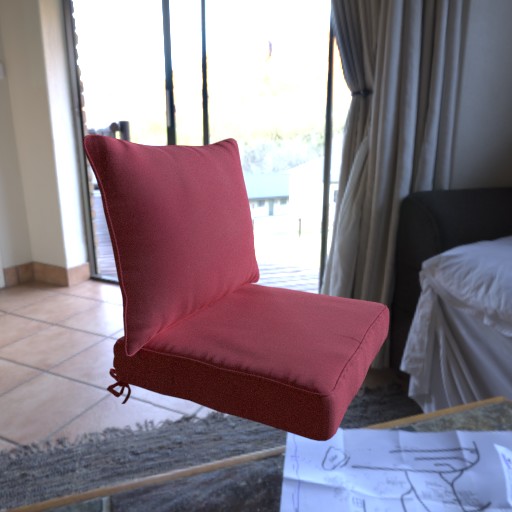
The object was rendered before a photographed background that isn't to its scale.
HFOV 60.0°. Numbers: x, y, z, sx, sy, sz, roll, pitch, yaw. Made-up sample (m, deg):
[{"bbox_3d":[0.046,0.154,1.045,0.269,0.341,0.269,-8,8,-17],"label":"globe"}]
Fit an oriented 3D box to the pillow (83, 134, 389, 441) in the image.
[{"bbox_3d":[0.000,0.000,1.377,0.733,0.725,0.798,7,15,26],"label":"pillow"}]
